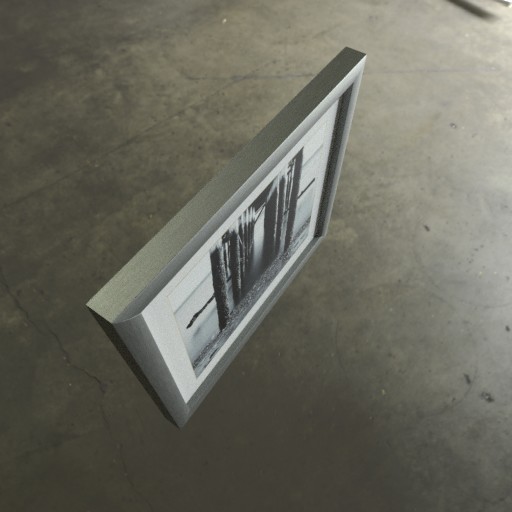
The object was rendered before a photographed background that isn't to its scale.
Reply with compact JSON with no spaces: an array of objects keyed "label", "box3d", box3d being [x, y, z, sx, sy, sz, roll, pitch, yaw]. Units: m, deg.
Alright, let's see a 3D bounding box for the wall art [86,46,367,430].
[{"label":"wall art","box3d":[0.000,0.000,0.529,0.028,0.330,0.380,30,62,18]}]
